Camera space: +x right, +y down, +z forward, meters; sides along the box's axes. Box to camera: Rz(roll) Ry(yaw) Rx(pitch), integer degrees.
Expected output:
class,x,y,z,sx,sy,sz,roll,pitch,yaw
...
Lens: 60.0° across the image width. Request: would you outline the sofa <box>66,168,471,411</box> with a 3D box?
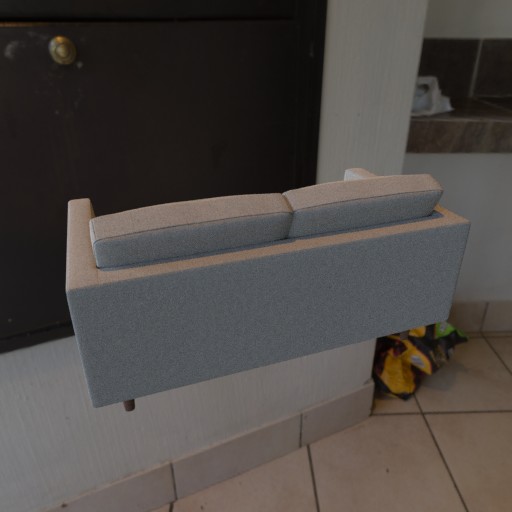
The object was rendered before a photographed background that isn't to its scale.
class,x,y,z,sx,sy,sz,roll,pitch,yaw
sofa,0.000,0.000,2.288,1.731,0.900,1.000,-10,29,-18
